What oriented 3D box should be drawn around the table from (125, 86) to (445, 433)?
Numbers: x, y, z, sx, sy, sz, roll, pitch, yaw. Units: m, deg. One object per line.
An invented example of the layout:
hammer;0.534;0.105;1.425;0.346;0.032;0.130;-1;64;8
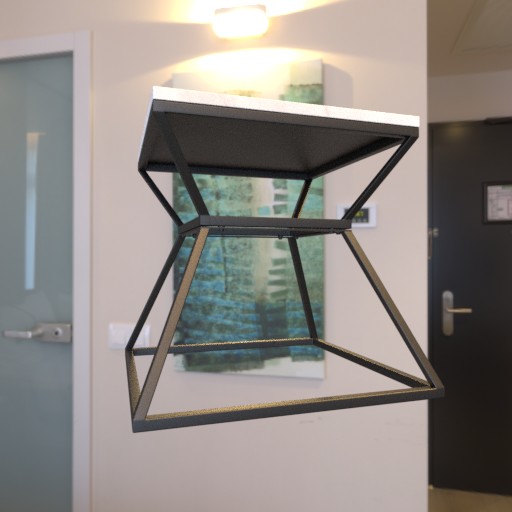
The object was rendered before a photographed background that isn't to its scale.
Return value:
table;0.000;0.000;0.819;0.455;0.431;0.455;0;0;-18
